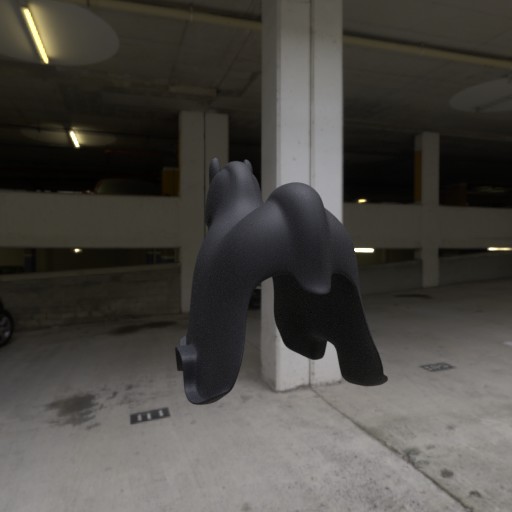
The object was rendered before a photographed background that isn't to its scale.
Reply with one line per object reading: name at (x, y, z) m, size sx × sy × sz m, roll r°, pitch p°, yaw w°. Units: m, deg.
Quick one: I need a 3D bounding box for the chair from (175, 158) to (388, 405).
chair at (0.000, 0.000, 1.177) m, size 0.429 × 0.612 × 0.800 m, roll 0°, pitch 1°, yaw -18°
